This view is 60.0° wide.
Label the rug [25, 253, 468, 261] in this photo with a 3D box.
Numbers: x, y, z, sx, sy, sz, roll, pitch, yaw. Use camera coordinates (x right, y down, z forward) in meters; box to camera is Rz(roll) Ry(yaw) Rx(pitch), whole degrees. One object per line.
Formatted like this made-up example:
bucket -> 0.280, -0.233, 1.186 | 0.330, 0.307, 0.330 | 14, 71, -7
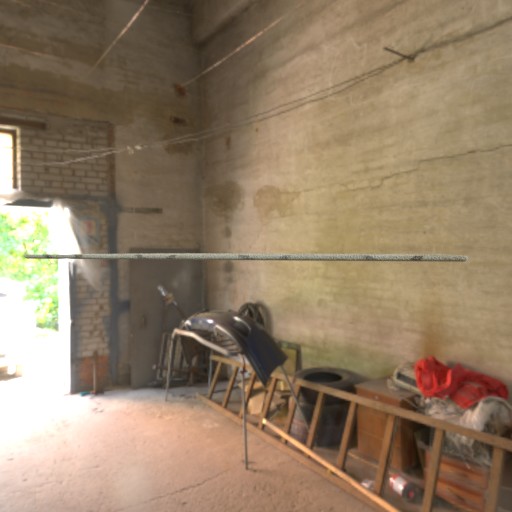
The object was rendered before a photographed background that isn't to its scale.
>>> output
rug -> 0.000, 0.000, 2.906 | 2.348, 0.024, 1.501 | 0, 1, 19
